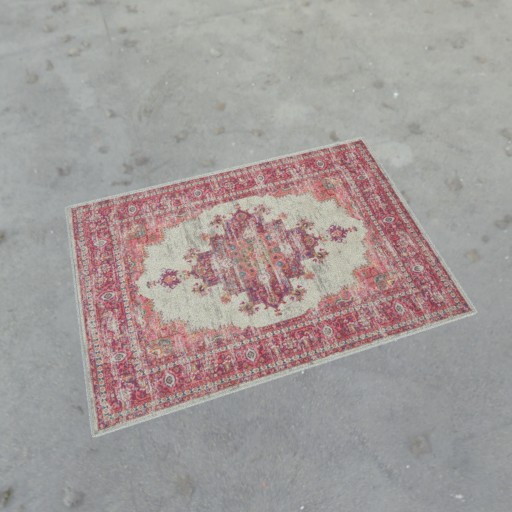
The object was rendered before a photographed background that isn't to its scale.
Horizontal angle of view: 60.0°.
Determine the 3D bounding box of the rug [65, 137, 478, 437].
[{"bbox_3d":[0.000,0.000,2.196,1.747,0.011,1.217,-15,59,-10],"label":"rug"}]
